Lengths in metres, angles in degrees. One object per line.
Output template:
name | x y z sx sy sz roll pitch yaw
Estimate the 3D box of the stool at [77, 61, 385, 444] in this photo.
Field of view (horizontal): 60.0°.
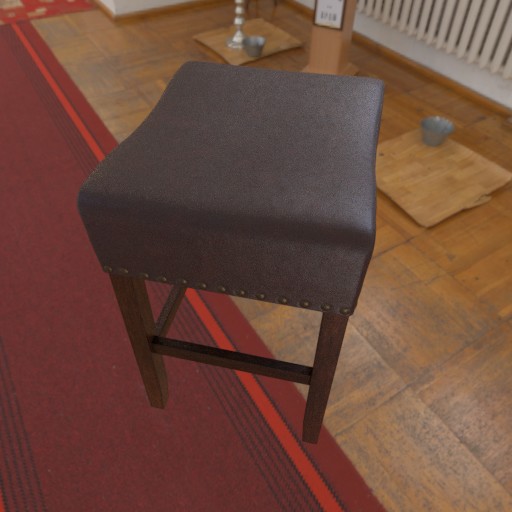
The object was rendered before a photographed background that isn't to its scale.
stool | 0.000 0.000 0.915 0.397 0.608 0.465 9 46 9
